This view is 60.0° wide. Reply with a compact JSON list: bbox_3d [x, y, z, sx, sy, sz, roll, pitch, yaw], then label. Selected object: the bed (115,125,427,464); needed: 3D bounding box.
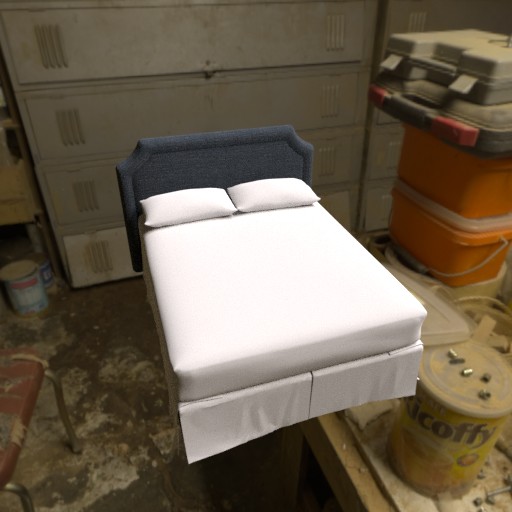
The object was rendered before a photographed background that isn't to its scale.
[{"bbox_3d":[0.000,0.000,3.370,1.828,1.297,2.208,-10,34,-15],"label":"bed"}]
